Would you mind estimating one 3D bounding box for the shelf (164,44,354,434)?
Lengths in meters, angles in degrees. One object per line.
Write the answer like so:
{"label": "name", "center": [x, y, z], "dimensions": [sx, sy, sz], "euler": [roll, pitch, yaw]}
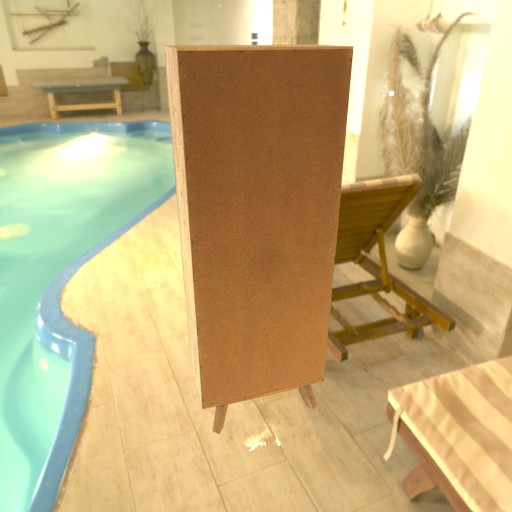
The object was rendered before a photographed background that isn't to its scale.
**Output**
{"label": "shelf", "center": [0.000, 0.000, 1.566], "dimensions": [0.491, 1.342, 0.267], "euler": [-8, 28, -16]}
